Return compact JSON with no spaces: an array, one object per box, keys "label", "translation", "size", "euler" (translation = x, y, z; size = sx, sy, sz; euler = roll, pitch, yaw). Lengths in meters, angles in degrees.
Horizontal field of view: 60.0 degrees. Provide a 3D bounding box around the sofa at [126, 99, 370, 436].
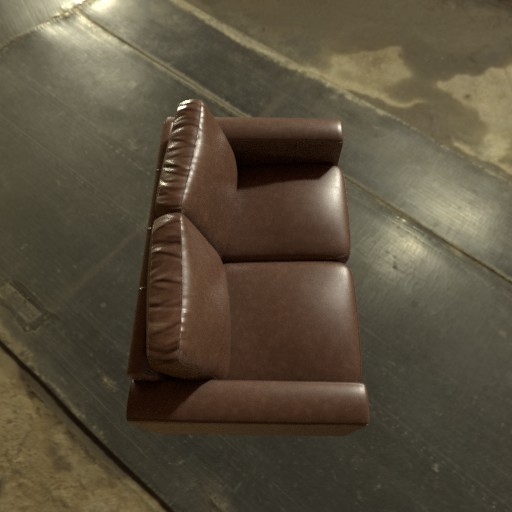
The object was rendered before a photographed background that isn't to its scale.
[{"label":"sofa","translation":[0.000,0.000,2.226],"size":[1.016,0.873,1.616],"euler":[1,64,0]}]
